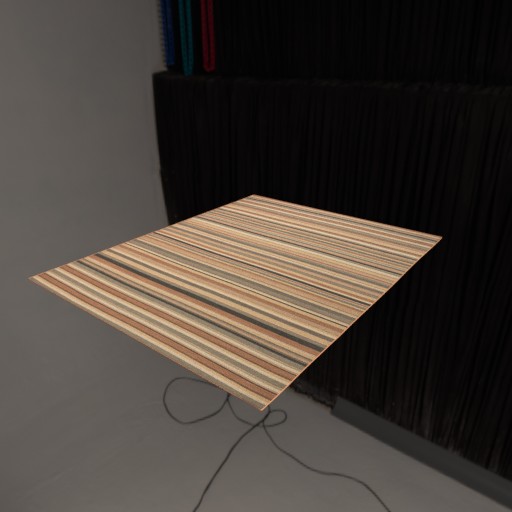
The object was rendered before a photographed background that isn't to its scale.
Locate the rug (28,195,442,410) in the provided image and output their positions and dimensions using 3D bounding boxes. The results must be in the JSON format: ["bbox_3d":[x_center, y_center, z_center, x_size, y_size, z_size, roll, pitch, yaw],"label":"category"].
[{"bbox_3d":[0.000,0.000,4.087,2.436,0.011,3.045,18,30,34],"label":"rug"}]
